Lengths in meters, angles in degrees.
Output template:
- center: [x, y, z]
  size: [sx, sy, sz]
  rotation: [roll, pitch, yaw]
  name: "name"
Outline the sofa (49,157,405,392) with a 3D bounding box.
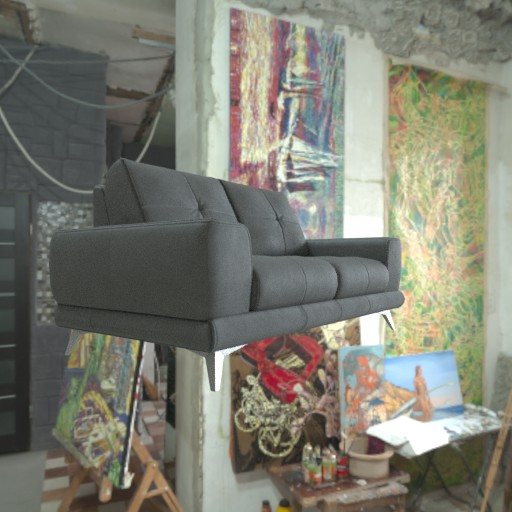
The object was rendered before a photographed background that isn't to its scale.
- center: [0.000, 0.000, 2.381]
  size: [1.018, 0.907, 1.806]
  rotation: [0, -1, 38]
  name: "sofa"
